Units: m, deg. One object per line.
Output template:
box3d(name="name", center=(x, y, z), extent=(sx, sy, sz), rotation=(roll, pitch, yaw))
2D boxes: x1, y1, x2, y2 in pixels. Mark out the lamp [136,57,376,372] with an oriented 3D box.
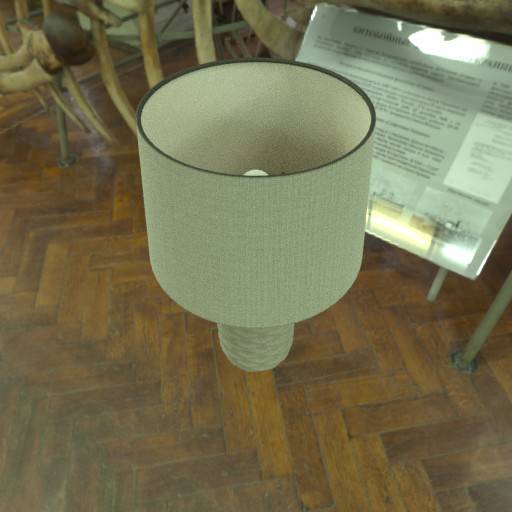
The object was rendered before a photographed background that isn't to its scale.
box3d(name="lamp", center=(0.000, 0.000, 0.822), extent=(0.376, 0.594, 0.376), rotation=(0, 46, 0))
